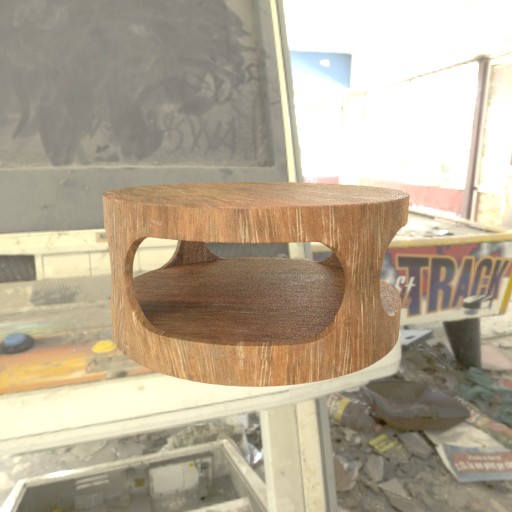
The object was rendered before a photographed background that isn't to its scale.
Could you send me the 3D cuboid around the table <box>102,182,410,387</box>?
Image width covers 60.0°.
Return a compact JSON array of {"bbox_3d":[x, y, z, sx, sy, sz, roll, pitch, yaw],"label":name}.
[{"bbox_3d":[0.000,0.000,1.532,0.974,0.450,0.974,0,13,0],"label":"table"}]
